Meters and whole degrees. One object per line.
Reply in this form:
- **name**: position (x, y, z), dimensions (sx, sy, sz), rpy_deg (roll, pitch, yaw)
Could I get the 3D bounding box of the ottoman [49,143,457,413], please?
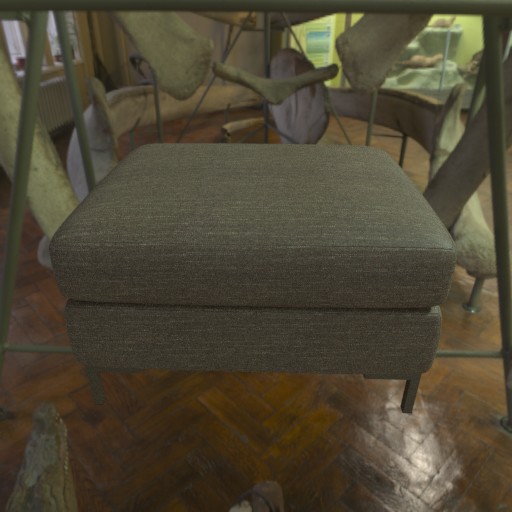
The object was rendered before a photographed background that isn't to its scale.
- **ottoman**: position (0.000, 0.000, 1.206), dimensions (0.820, 0.490, 0.671), rpy_deg (1, 30, 2)
